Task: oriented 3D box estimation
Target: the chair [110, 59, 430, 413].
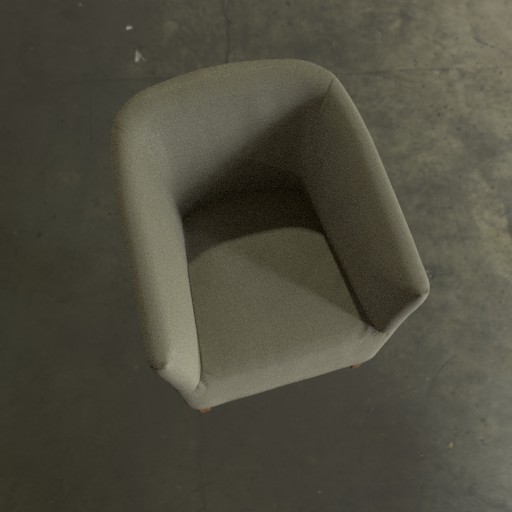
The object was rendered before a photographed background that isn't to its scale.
[{"bbox_3d":[0.000,0.000,1.255,0.600,0.771,0.668,-14,65,-7],"label":"chair"}]
